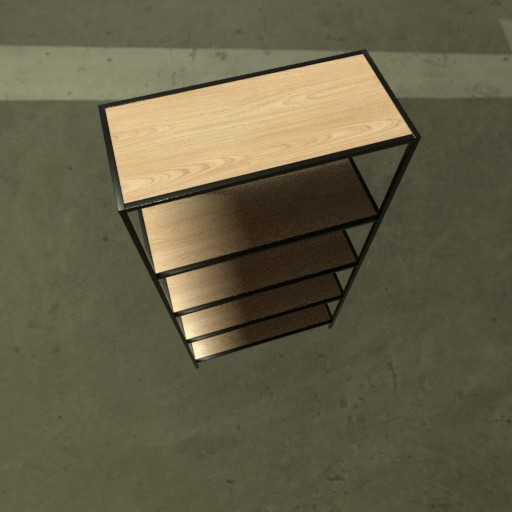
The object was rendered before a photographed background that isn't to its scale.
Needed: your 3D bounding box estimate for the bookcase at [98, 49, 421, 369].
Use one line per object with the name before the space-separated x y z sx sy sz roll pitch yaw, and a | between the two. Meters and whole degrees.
bookcase | 0.000 0.000 1.809 0.770 1.500 0.350 -15 63 -8
